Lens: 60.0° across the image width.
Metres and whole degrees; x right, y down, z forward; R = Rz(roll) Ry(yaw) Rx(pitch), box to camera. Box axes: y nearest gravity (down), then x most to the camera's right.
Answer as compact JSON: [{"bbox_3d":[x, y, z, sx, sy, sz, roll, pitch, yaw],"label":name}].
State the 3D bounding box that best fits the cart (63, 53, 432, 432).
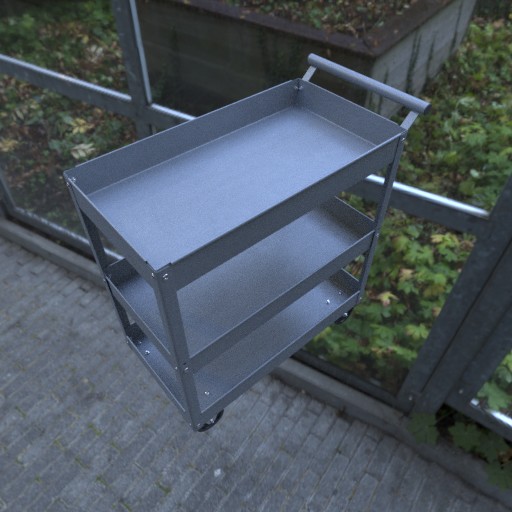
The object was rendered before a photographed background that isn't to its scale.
[{"bbox_3d":[0.000,0.000,1.193,0.719,0.780,0.366,-32,54,-27],"label":"cart"}]
